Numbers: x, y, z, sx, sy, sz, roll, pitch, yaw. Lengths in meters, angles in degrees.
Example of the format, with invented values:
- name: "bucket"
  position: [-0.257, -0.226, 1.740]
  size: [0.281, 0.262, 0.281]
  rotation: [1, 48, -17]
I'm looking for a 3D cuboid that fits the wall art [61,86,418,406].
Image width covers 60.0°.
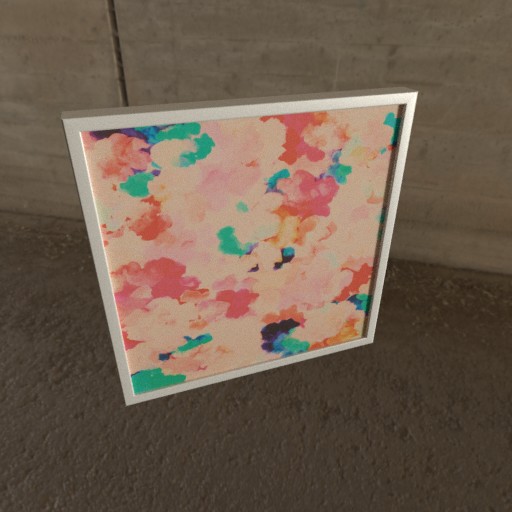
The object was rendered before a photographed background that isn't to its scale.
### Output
- name: "wall art"
  position: [0.000, 0.000, 0.746]
  size: [0.506, 0.505, 0.038]
  rotation: [-10, 33, -16]
